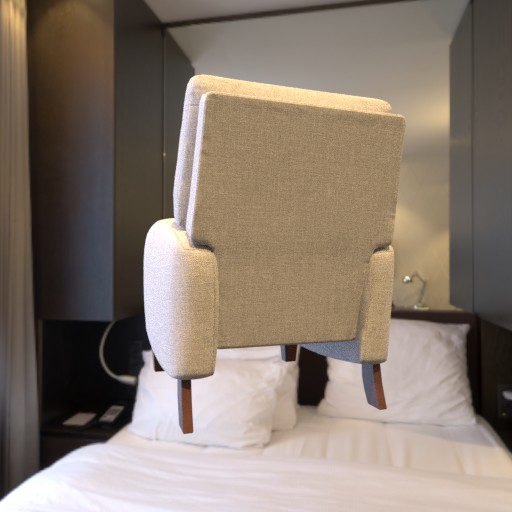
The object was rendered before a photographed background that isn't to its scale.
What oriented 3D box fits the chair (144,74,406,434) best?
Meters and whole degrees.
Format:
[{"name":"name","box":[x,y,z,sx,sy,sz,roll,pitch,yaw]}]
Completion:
[{"name":"chair","box":[0.000,0.000,1.653,0.762,0.990,0.990,0,-1,-19]}]
